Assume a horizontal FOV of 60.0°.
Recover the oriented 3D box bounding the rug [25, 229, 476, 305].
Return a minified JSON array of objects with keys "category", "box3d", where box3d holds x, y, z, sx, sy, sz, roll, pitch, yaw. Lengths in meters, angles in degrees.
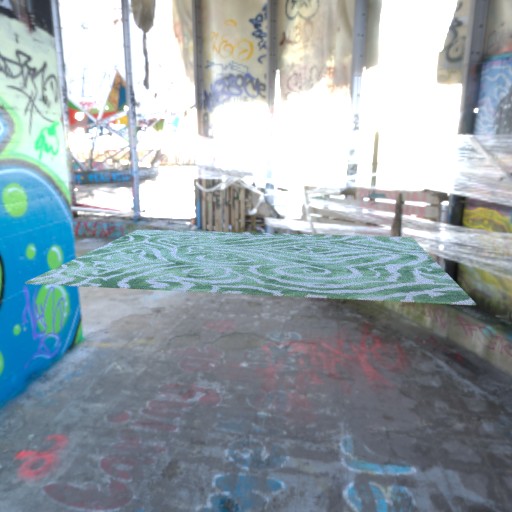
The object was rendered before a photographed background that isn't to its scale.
[{"category":"rug","box3d":[0.000,0.000,2.353,1.826,0.006,1.220,2,14,8]}]
